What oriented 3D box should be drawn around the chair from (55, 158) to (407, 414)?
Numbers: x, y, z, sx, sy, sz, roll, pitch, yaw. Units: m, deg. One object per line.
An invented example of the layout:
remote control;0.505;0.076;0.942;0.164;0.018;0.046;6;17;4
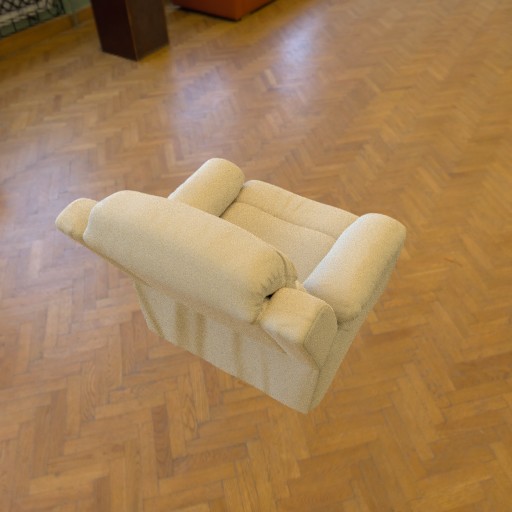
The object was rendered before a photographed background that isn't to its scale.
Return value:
chair;0.000;0.000;1.227;0.680;0.702;0.709;23;51;20
